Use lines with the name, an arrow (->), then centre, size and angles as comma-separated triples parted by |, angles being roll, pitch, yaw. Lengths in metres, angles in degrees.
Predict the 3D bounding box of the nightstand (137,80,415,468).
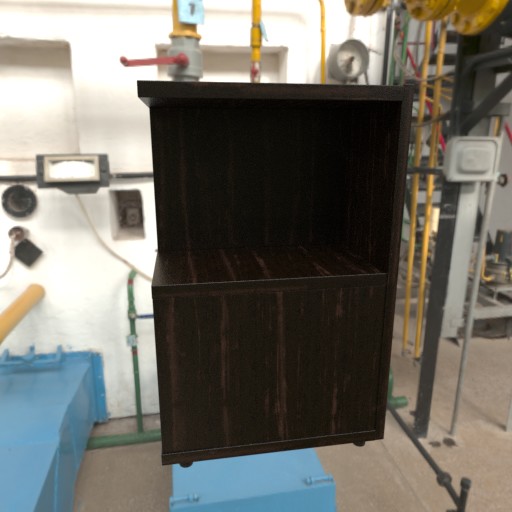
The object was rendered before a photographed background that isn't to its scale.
nightstand -> 0.000, 0.000, 0.817 | 0.356, 0.559, 0.400 | -3, 15, -9
